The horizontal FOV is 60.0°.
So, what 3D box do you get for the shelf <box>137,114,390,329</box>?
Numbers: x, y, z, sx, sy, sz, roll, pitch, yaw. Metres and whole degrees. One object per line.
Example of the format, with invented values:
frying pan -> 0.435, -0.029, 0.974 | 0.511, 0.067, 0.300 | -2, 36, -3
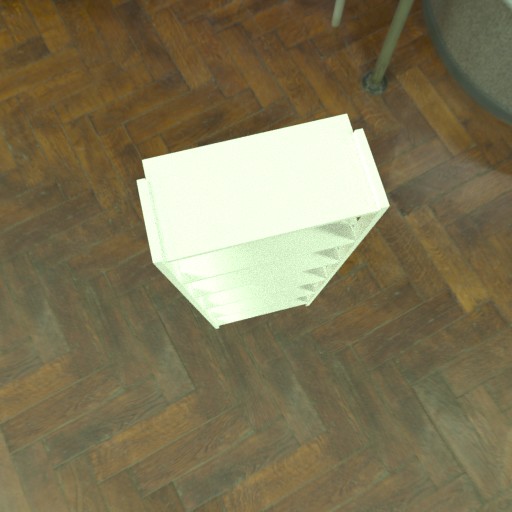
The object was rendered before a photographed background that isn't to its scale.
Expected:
shelf -> 0.000, 0.000, 2.144 | 0.660, 1.892, 0.381 | -14, 76, -4
